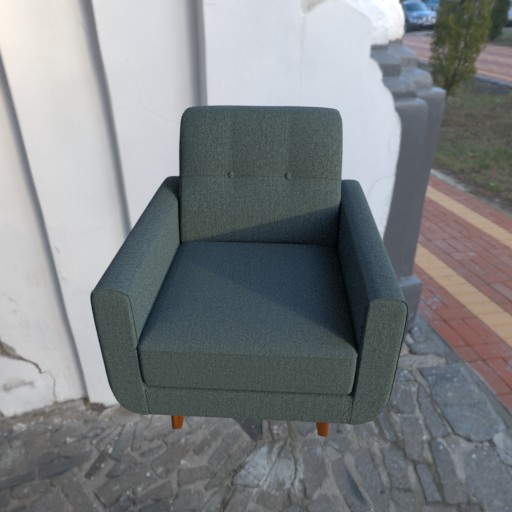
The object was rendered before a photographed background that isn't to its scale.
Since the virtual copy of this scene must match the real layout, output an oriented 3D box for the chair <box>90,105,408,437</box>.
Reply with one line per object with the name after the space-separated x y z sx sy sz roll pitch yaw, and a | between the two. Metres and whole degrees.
0.000 0.000 1.667 0.880 0.940 0.964 2 30 3 | chair
